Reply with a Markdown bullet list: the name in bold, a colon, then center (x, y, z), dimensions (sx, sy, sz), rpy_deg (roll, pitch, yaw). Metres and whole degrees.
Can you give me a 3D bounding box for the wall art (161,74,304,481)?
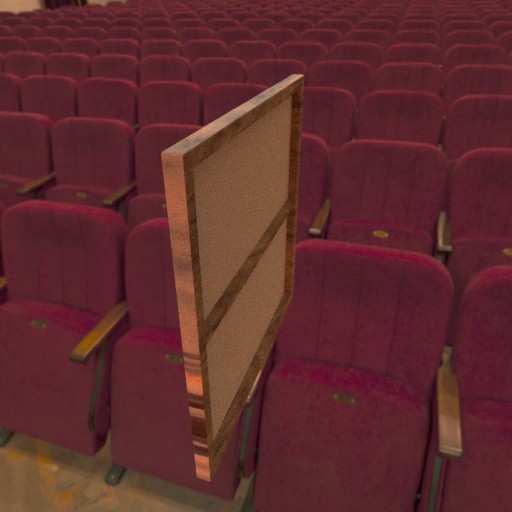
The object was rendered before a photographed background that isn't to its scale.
- **wall art**: center (0.000, 0.000, 1.107), dimensions (0.035, 0.747, 0.747), rpy_deg (10, 32, 16)
